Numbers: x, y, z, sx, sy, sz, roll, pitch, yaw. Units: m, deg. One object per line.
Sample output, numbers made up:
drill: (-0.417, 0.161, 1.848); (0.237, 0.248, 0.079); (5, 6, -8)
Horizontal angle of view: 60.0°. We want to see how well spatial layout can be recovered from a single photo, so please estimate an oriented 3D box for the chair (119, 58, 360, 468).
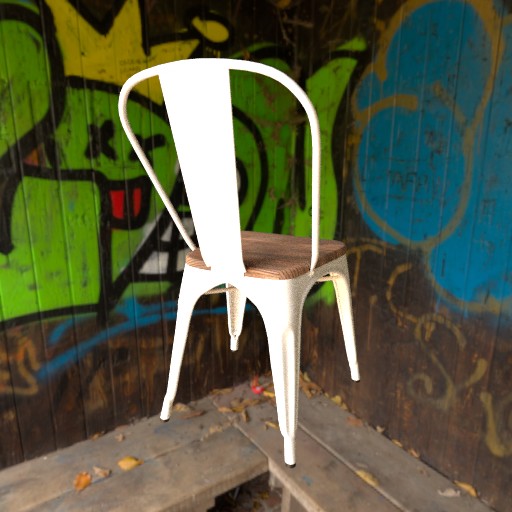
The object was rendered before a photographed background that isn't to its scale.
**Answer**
chair: (0.000, 0.000, 1.124); (0.452, 0.851, 0.521); (8, 17, 26)
